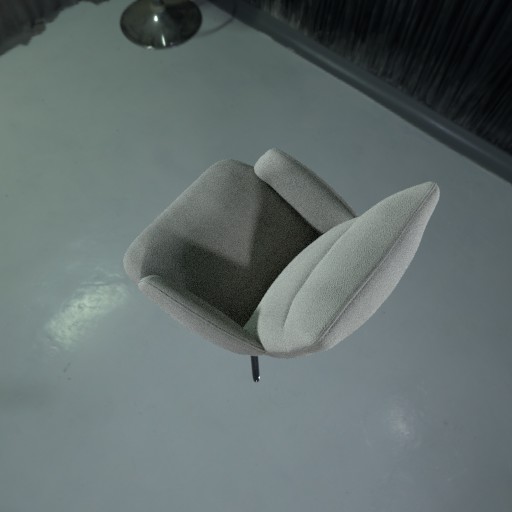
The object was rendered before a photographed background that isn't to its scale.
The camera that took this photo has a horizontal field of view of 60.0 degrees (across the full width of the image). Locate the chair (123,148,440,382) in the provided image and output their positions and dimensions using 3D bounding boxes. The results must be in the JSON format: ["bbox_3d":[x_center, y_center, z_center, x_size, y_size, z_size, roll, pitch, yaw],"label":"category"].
[{"bbox_3d":[0.000,0.000,1.592,0.889,1.016,0.711,36,70,15],"label":"chair"}]
